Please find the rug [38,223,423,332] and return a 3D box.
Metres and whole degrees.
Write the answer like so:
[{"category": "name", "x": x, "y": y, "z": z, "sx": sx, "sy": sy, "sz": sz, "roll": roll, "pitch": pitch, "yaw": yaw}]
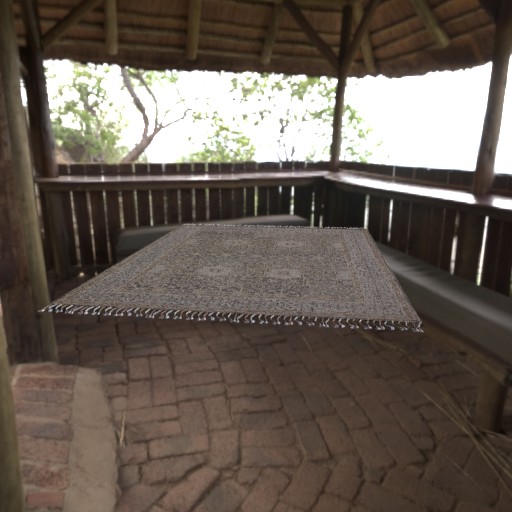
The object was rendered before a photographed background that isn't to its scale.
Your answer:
[{"category": "rug", "x": 0.000, "y": 0.000, "z": 4.291, "sx": 2.431, "sy": 0.017, "sz": 3.291, "roll": 2, "pitch": 14, "yaw": 7}]
